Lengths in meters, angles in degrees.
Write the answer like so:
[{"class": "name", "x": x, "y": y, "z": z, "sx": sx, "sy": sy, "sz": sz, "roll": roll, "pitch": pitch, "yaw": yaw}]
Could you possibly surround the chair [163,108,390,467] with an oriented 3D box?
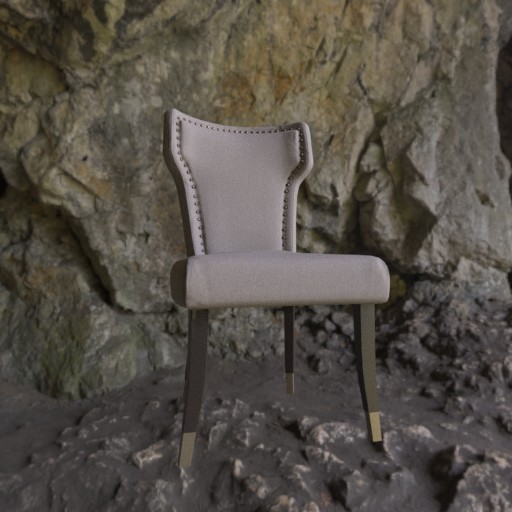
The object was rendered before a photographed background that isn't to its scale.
[{"class": "chair", "x": 0.000, "y": 0.000, "z": 1.320, "sx": 0.526, "sy": 0.955, "sz": 0.630, "roll": 0, "pitch": -1, "yaw": -17}]
